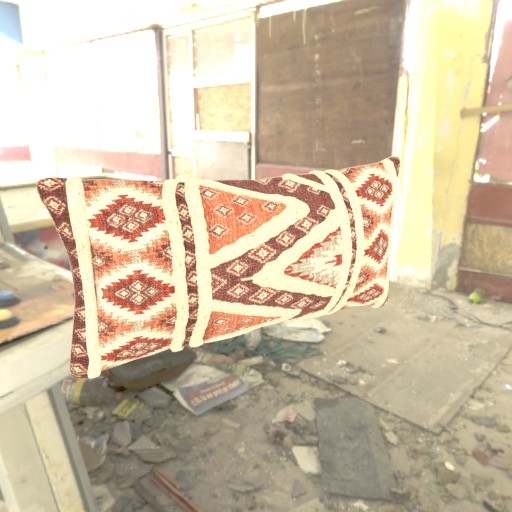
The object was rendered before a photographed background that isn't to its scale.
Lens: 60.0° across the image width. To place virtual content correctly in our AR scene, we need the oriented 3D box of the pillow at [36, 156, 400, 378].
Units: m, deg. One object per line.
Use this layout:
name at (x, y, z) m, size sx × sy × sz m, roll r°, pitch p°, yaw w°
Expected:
pillow at (0.000, 0.000, 0.717) m, size 0.608 × 0.295 × 0.161 m, roll -9°, pitch 19°, yaw -27°
